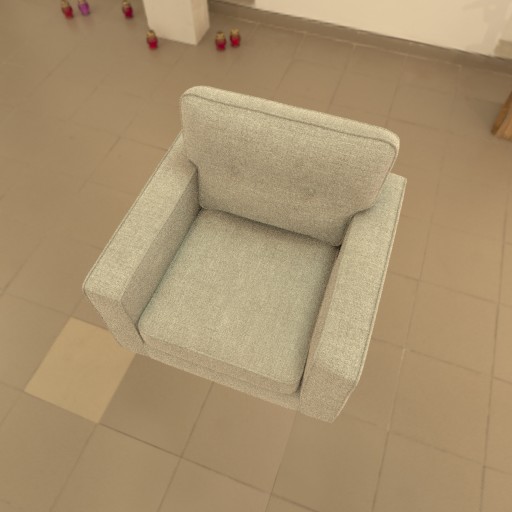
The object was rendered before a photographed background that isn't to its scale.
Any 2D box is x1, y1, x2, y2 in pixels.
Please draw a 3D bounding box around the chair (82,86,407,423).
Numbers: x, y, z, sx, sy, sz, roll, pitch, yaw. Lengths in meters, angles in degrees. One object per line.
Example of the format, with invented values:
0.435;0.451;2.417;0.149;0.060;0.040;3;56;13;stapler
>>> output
0.000;0.000;1.814;1.015;0.965;0.939;17;59;10;chair
